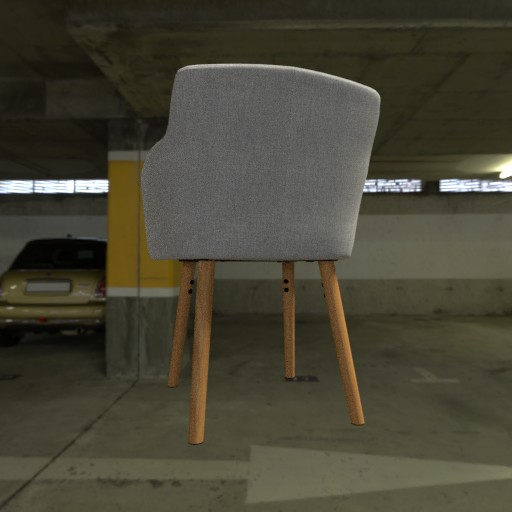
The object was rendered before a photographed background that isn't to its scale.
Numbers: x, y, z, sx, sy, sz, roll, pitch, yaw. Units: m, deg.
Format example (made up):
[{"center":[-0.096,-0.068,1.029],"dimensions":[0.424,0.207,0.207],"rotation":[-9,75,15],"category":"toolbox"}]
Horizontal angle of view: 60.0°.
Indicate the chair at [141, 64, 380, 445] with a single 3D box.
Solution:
[{"center":[0.000,0.000,1.156],"dimensions":[0.570,0.780,0.540],"rotation":[0,-1,-17],"category":"chair"}]
